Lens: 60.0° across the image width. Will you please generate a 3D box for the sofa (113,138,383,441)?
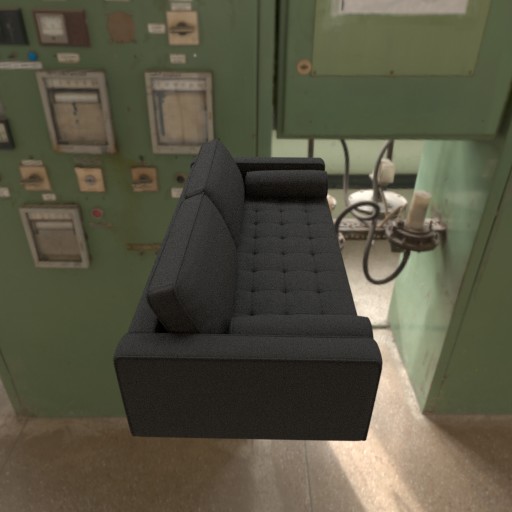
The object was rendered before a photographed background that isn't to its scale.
[{"bbox_3d":[0.000,0.000,2.323,0.914,0.759,1.875,1,33,1],"label":"sofa"}]
